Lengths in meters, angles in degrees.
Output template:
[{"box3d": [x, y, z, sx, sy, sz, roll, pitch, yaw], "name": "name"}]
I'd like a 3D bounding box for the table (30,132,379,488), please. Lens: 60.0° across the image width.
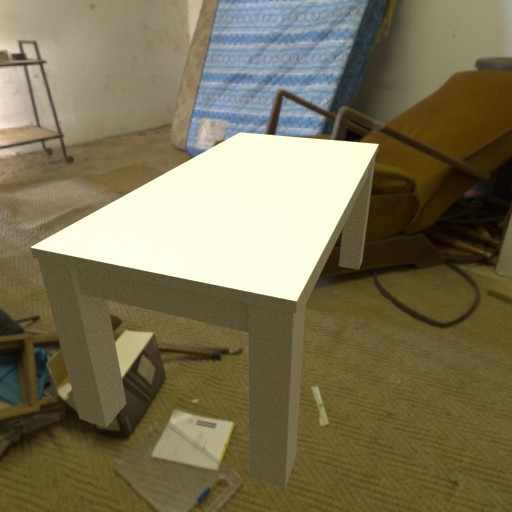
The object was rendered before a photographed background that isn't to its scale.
[{"box3d": [0.000, 0.000, 2.233, 0.900, 0.790, 1.800, 10, 29, 18], "name": "table"}]
